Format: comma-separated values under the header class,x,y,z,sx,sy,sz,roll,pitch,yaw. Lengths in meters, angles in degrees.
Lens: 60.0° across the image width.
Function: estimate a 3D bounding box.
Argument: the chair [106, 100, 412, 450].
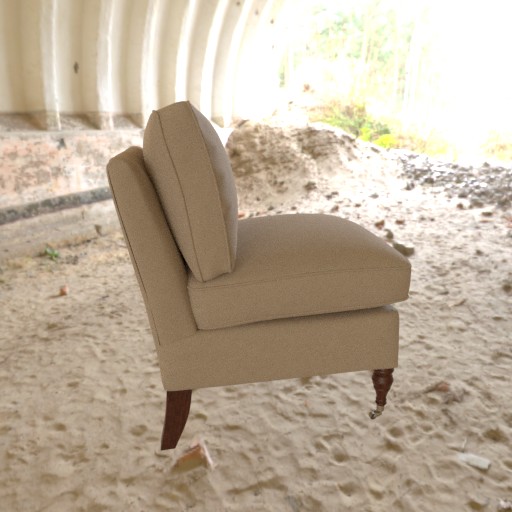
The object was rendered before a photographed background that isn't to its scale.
class,x,y,z,sx,sy,sz,roll,pitch,yaw
chair,0.000,0.000,1.631,0.912,1.052,0.724,-3,17,-10
